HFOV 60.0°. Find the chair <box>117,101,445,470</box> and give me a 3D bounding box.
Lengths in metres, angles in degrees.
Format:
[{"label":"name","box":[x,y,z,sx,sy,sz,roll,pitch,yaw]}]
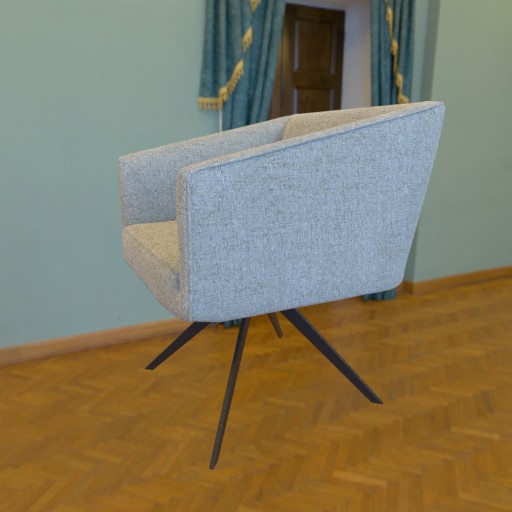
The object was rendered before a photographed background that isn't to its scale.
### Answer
[{"label":"chair","box":[0.000,0.000,1.175,0.623,0.760,0.628,-7,16,-26]}]
